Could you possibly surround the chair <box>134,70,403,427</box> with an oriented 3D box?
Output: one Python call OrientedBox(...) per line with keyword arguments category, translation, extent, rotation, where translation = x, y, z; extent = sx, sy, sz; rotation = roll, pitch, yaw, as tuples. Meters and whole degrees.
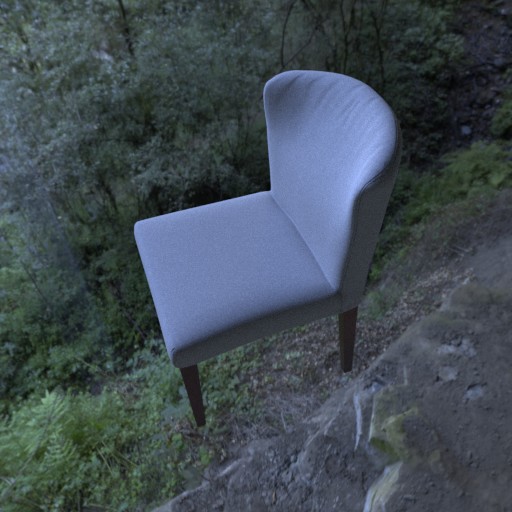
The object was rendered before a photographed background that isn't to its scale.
OrientedBox(category="chair", translation=(0.000, 0.000, 1.210), extent=(0.592, 0.839, 0.491), rotation=(-16, 49, -15))
